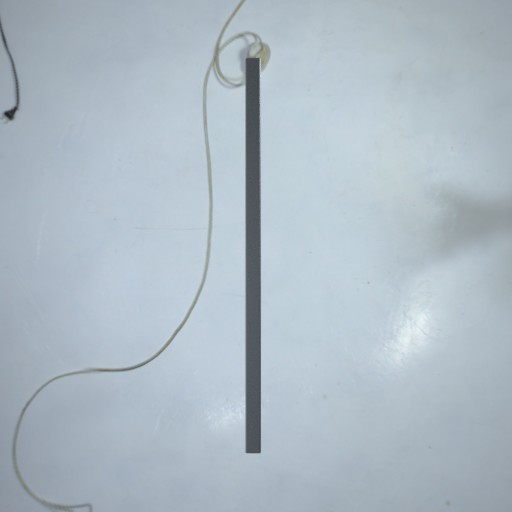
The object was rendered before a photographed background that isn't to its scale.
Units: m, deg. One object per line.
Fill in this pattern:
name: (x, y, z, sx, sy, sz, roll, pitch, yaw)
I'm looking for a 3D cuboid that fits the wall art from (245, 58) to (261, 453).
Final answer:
wall art: (0.000, 0.000, 1.382, 0.030, 1.027, 0.774, 0, 90, 1)
